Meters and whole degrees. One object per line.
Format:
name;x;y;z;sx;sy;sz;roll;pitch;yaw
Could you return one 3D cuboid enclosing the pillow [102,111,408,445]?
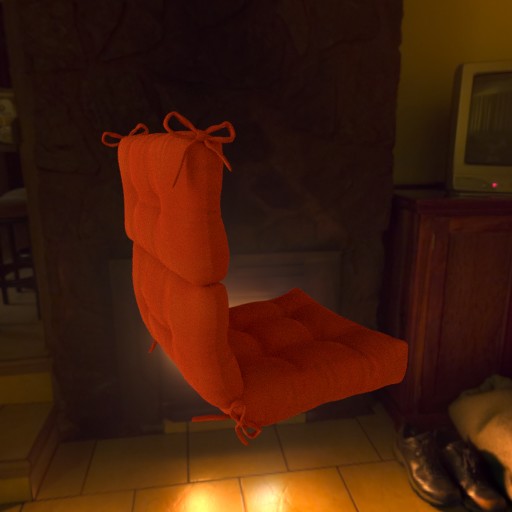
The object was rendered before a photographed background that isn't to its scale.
pillow;0.000;0.000;1.041;0.571;0.605;0.519;-8;16;-28
